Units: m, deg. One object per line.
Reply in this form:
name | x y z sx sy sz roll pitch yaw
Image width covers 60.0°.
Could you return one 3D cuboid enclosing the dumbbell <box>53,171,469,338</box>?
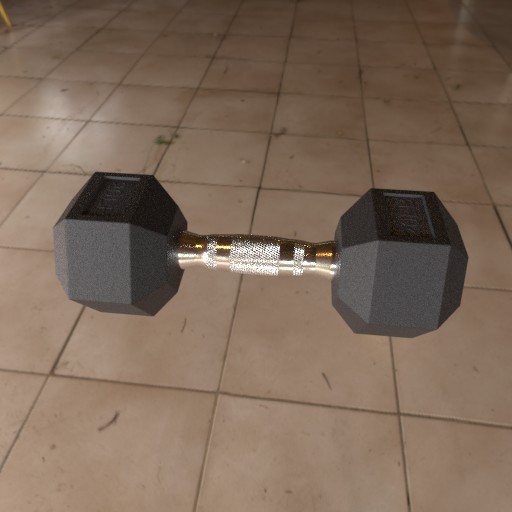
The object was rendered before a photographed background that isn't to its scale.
dumbbell | 0.000 0.000 0.349 0.297 0.101 0.116 4 44 4
